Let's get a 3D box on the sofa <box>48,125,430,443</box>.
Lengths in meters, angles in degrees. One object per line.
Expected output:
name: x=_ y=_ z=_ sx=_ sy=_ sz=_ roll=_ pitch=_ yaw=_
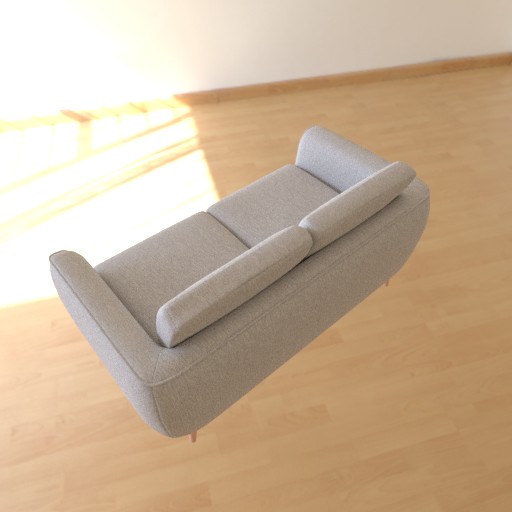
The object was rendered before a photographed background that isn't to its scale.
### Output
sofa: x=0.000 y=0.000 z=2.198 sx=1.700 sy=0.850 sz=0.920 roll=-32 pitch=55 yaw=-27
